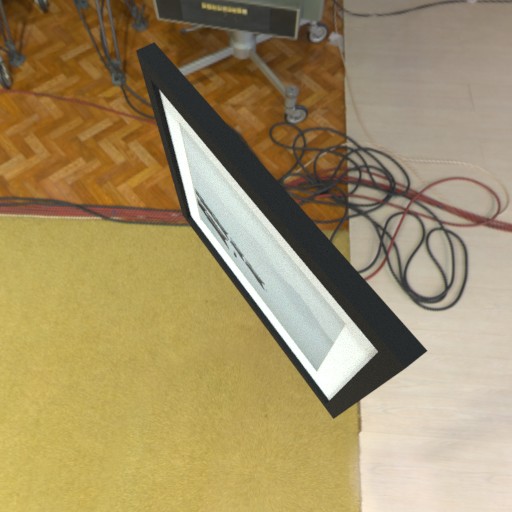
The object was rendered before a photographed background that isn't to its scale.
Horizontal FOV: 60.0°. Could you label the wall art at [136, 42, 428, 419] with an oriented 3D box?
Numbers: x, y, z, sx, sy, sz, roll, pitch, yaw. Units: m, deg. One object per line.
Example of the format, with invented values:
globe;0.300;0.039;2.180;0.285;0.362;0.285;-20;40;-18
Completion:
wall art;0.000;0.000;0.745;0.030;0.454;0.554;-32;68;-15
